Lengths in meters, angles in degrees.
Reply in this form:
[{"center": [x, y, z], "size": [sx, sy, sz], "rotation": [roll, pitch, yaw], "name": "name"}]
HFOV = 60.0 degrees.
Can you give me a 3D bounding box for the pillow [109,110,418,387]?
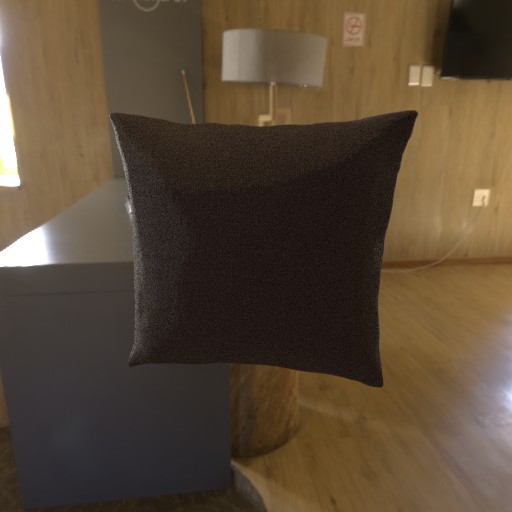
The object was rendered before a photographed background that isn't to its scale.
[{"center": [0.000, 0.000, 0.704], "size": [0.452, 0.439, 0.204], "rotation": [2, 17, 7], "name": "pillow"}]
